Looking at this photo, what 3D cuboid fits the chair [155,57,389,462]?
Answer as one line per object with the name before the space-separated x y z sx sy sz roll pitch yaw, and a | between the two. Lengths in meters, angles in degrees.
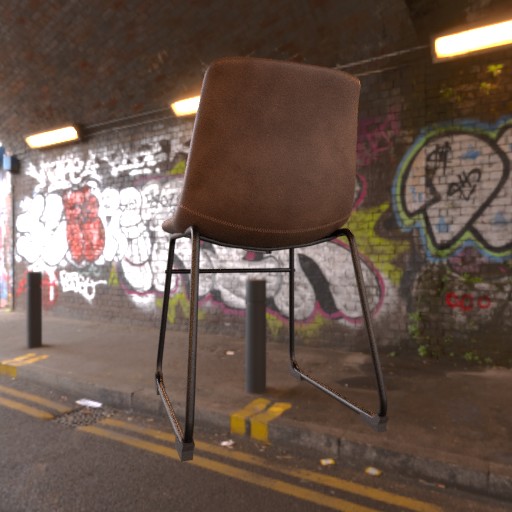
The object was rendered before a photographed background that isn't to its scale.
chair | 0.000 0.000 1.136 0.460 0.780 0.551 0 0 -19
